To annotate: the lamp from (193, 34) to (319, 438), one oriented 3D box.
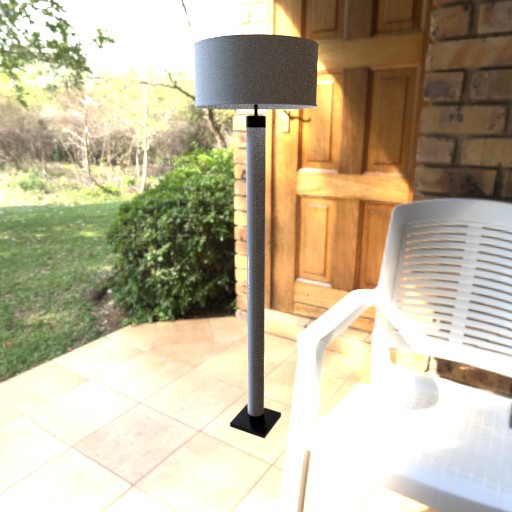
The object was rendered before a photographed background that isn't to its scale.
[{"bbox_3d":[0.000,0.000,1.685,0.420,1.475,0.420,8,18,26],"label":"lamp"}]
